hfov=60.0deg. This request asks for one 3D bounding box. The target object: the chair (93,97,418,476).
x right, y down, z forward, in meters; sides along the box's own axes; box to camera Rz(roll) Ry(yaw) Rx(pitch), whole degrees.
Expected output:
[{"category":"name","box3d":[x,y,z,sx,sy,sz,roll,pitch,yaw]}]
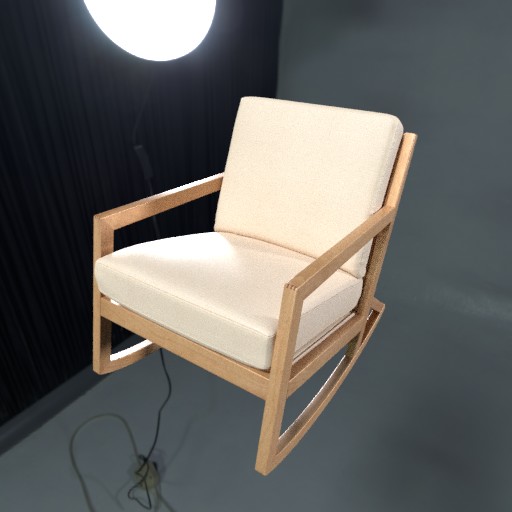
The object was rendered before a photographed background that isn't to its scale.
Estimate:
[{"category":"chair","box3d":[0.000,0.000,1.360,0.622,0.790,0.857,19,35,28]}]
